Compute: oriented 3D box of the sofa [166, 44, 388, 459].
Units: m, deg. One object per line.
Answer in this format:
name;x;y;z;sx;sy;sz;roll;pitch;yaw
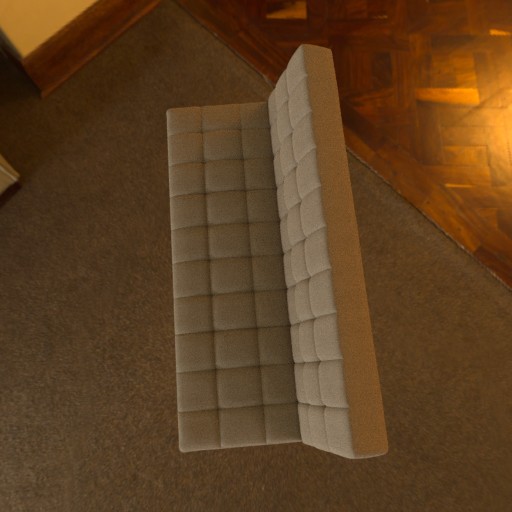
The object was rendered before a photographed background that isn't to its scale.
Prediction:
sofa;0.000;0.000;2.203;0.860;0.810;1.800;-5;76;-1
